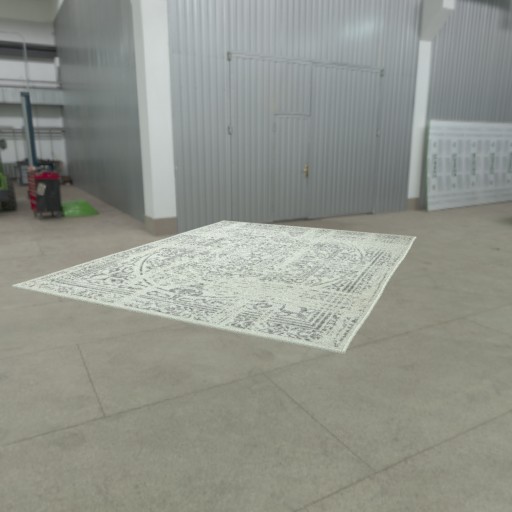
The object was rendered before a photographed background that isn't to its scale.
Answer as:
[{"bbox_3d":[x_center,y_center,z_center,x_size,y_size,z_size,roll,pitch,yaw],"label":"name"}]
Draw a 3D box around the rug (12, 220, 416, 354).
[{"bbox_3d":[0.000,0.000,3.804,2.311,0.032,2.921,7,16,25],"label":"rug"}]
